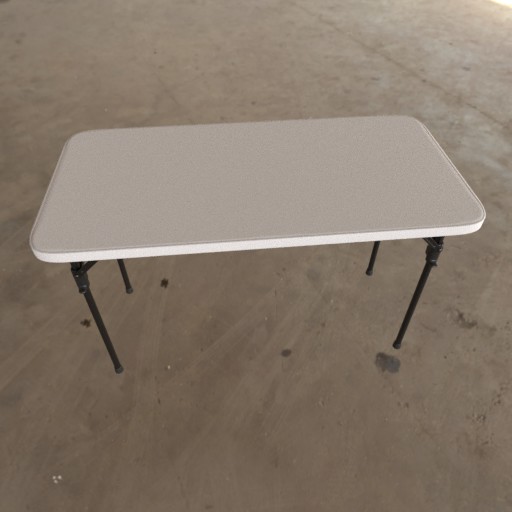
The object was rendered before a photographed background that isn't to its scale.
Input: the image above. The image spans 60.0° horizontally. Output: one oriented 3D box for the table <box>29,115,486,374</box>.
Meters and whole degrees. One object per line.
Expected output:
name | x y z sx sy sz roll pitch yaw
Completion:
table | 0.000 0.000 1.597 1.219 0.729 0.610 -4 45 -4
